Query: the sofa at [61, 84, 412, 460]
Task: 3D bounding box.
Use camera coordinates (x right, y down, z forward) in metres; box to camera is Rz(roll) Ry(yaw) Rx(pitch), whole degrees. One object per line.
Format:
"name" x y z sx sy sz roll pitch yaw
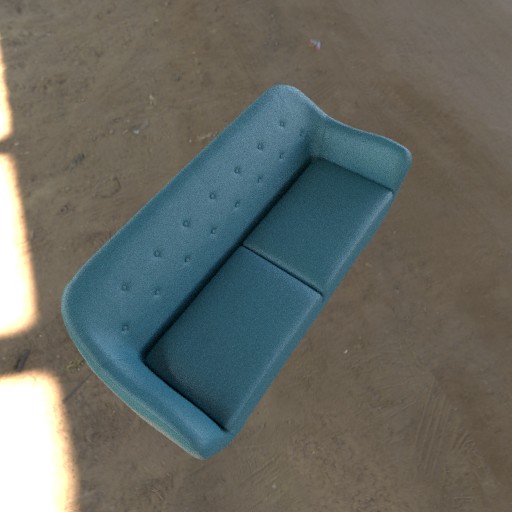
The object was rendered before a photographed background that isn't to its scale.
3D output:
"sofa" 0.000 0.000 2.255 0.820 0.836 1.840 31 64 17
